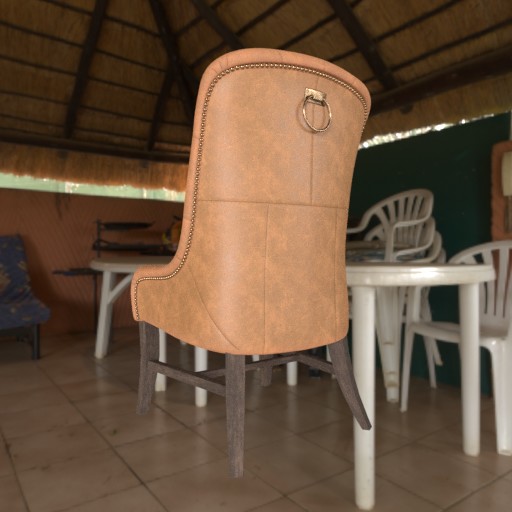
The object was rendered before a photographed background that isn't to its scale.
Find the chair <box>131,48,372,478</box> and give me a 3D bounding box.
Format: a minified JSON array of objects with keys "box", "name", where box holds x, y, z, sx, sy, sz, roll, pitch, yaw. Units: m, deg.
[{"box":[0.000,0.000,1.454,0.634,1.091,0.629,0,1,-37],"name":"chair"}]
